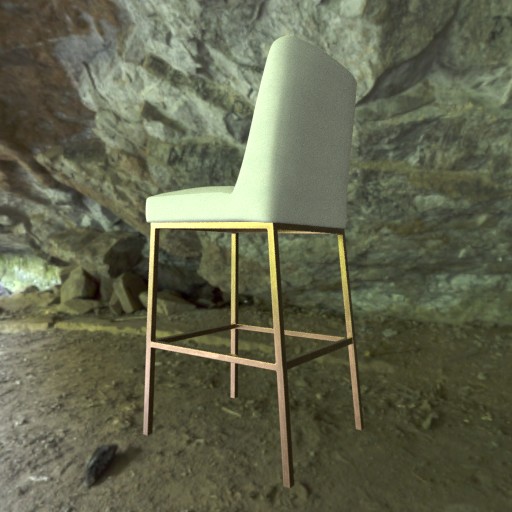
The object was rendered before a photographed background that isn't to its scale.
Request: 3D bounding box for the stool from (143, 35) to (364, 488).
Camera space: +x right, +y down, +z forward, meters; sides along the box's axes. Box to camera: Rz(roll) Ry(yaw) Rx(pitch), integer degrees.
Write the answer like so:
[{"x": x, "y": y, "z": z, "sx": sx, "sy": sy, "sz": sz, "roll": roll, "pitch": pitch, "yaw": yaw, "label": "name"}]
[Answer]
[{"x": 0.000, "y": 0.000, "z": 1.366, "sx": 0.546, "sy": 1.084, "sz": 0.462, "roll": 0, "pitch": 1, "yaw": 36, "label": "stool"}]
